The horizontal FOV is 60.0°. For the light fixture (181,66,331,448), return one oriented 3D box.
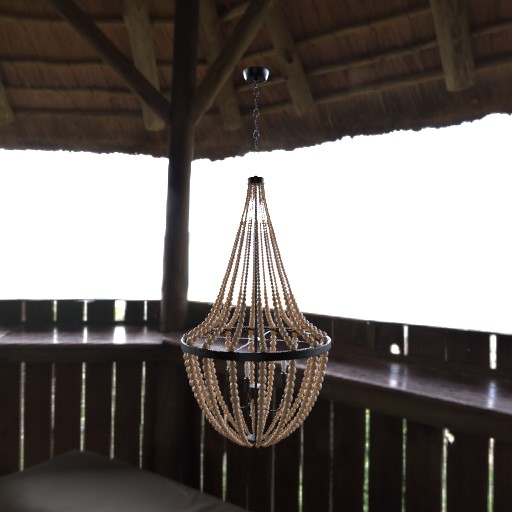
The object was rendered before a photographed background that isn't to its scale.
[{"bbox_3d":[0.000,0.000,1.357,0.450,1.133,0.450,0,-1,0],"label":"light fixture"}]
